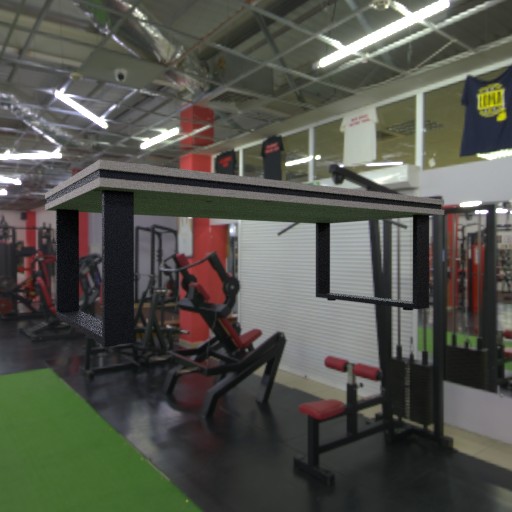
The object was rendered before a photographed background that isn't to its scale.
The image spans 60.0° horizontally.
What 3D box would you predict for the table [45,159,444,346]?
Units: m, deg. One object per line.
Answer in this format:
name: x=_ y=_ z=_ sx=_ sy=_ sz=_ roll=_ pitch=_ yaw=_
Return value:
table: x=0.000 y=0.000 z=1.683 sx=1.350 sy=0.450 sz=0.700 roll=0 pitch=1 yaw=-35
